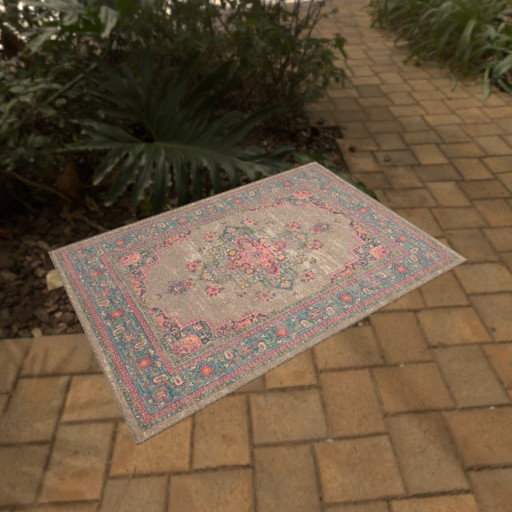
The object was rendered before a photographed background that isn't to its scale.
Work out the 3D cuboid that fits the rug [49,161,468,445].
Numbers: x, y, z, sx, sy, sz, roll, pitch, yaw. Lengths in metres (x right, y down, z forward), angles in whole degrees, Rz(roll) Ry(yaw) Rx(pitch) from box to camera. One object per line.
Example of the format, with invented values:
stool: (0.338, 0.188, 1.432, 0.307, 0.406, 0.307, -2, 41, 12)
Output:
rug: (0.000, 0.000, 3.709, 2.890, 0.013, 2.005, -23, 46, -25)
